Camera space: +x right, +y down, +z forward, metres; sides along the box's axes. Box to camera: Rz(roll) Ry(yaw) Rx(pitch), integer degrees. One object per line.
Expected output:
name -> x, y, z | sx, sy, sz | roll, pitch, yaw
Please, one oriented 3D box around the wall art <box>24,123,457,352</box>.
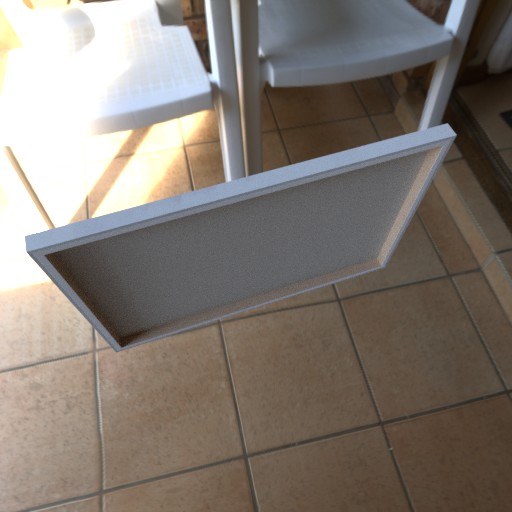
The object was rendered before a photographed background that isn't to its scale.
wall art -> 0.000, 0.000, 1.170 | 0.915, 0.610, 0.038 | -17, 62, -9
